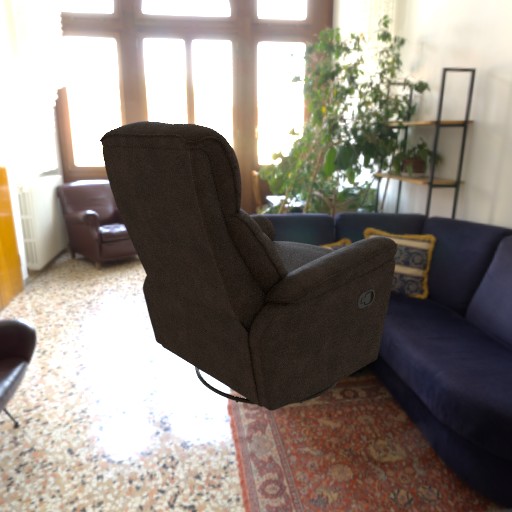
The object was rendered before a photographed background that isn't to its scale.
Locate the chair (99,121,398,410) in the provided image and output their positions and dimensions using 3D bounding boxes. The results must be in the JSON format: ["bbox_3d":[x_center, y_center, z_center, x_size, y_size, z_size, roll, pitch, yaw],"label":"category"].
[{"bbox_3d":[0.000,0.000,1.804,1.009,1.035,0.830,-14,20,-42],"label":"chair"}]
